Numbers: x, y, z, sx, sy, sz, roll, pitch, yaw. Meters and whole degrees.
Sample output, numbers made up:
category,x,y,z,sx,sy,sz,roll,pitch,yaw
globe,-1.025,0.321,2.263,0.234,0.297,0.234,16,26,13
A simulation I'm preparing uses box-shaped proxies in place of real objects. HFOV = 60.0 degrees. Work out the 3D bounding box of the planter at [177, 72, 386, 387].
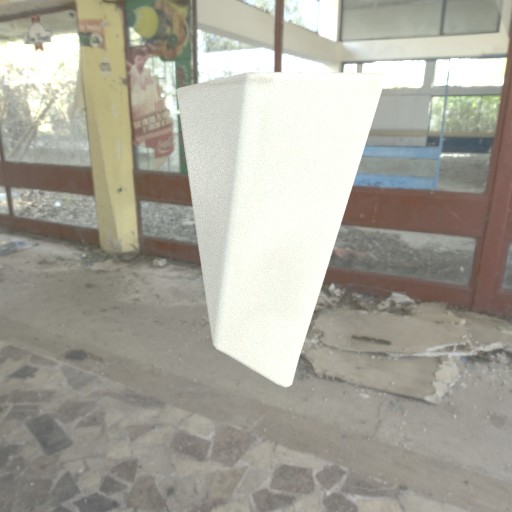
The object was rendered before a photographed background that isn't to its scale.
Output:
category,x,y,z,sx,sy,sz,roll,pitch,yaw
planter,0.000,0.000,0.272,0.060,0.197,0.150,-8,19,-25
